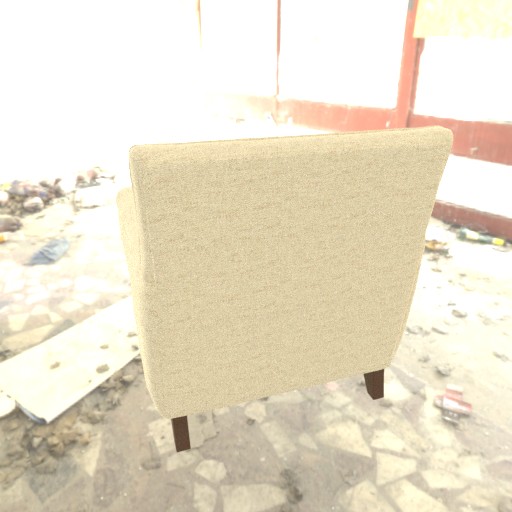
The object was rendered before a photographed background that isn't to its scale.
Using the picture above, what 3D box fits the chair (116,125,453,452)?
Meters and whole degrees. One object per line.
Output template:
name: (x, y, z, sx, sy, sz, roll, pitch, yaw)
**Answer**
chair: (0.000, 0.000, 1.545, 0.870, 0.943, 0.823, -8, 26, -17)
